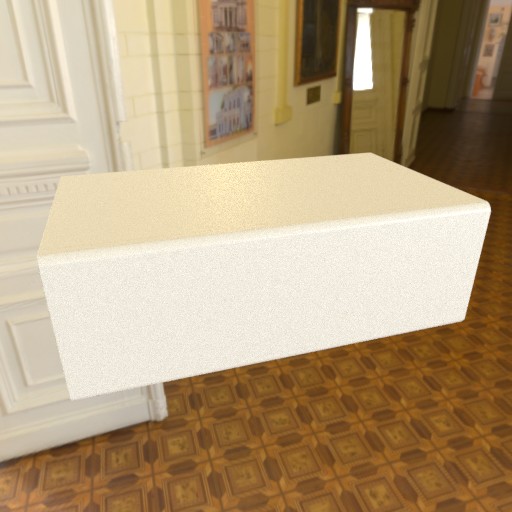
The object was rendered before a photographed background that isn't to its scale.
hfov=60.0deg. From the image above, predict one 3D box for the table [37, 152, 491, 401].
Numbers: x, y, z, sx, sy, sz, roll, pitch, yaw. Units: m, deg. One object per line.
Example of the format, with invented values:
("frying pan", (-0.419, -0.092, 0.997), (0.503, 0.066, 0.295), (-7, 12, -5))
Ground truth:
("table", (0.000, 0.000, 1.380), (1.097, 0.442, 0.639), (-8, 27, -16))
